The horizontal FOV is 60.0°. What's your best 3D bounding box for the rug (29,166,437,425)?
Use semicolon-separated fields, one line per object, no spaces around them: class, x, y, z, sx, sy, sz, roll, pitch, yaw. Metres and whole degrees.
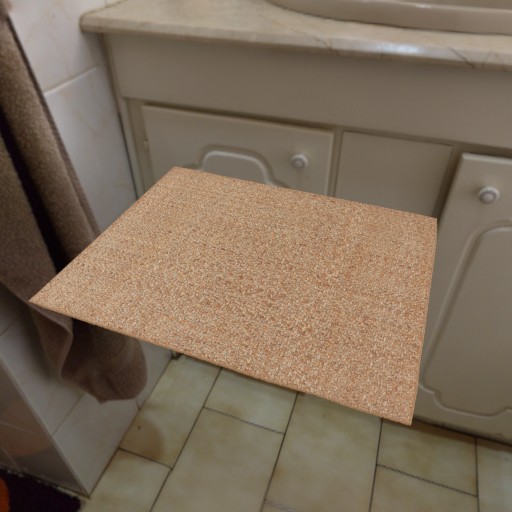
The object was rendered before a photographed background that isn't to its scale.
rug;0.000;0.000;4.049;3.048;0.013;2.439;14;42;16
